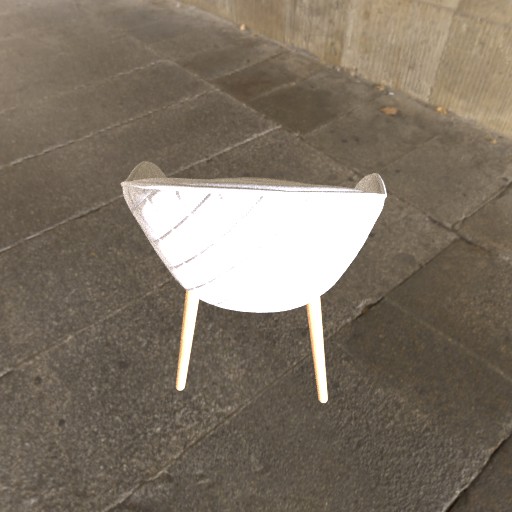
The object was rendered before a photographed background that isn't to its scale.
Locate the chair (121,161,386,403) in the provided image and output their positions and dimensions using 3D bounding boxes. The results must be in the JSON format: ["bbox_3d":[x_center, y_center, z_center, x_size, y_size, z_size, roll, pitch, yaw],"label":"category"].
[{"bbox_3d":[0.000,0.000,1.123,0.540,0.800,0.530,4,45,4],"label":"chair"}]
